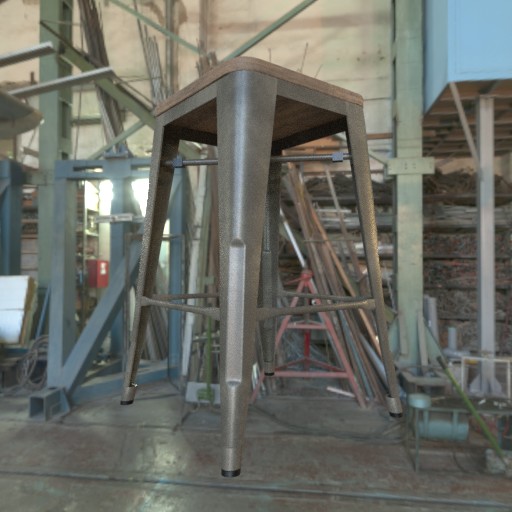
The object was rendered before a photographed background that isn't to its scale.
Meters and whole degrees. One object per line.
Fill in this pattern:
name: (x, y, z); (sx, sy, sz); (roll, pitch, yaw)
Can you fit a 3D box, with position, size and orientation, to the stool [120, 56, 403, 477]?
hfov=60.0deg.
stool: (0.000, 0.000, 0.884); (0.407, 0.607, 0.407); (1, -1, -37)
